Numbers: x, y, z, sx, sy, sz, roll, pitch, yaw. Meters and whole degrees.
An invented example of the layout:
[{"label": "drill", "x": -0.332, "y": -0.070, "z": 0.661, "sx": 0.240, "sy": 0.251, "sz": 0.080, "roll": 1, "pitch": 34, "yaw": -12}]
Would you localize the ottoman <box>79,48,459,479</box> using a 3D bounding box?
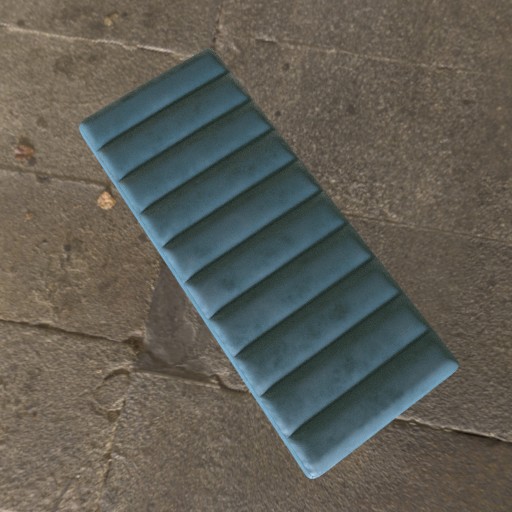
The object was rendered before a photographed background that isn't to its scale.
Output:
[{"label": "ottoman", "x": 0.000, "y": 0.000, "z": 1.384, "sx": 0.482, "sy": 0.469, "sz": 1.151, "roll": -34, "pitch": 78, "yaw": -8}]
